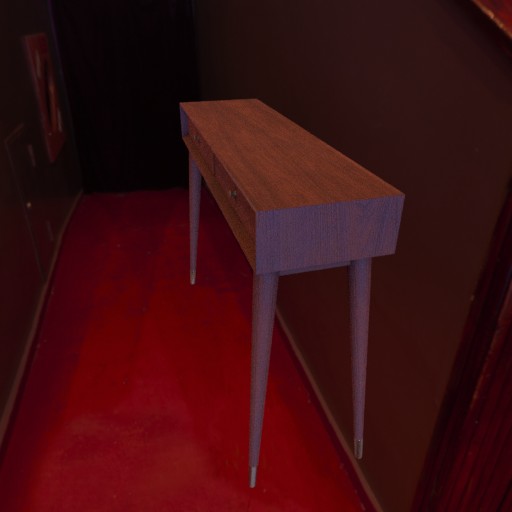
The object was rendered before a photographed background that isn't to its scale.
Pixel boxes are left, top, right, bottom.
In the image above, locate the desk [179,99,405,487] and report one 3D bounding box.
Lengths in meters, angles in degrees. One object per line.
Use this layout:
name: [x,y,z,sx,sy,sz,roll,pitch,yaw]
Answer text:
desk: [0.000,0.000,1.673,0.384,0.917,1.204,-8,31,-14]
